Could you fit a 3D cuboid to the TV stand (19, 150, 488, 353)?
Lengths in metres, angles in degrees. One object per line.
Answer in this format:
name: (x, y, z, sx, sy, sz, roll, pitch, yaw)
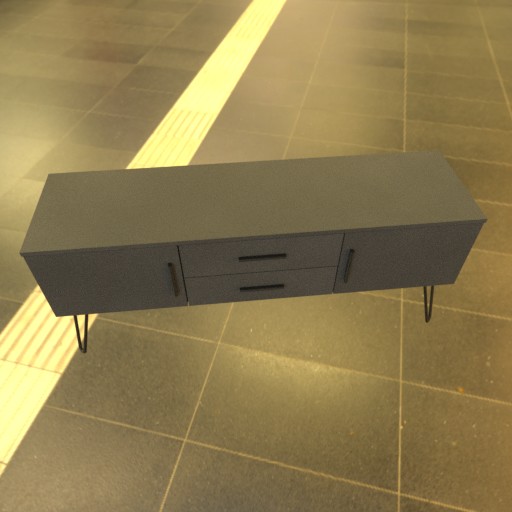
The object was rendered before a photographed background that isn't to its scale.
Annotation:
TV stand: (0.000, 0.000, 1.647, 1.400, 0.560, 0.400, -4, 46, -4)
